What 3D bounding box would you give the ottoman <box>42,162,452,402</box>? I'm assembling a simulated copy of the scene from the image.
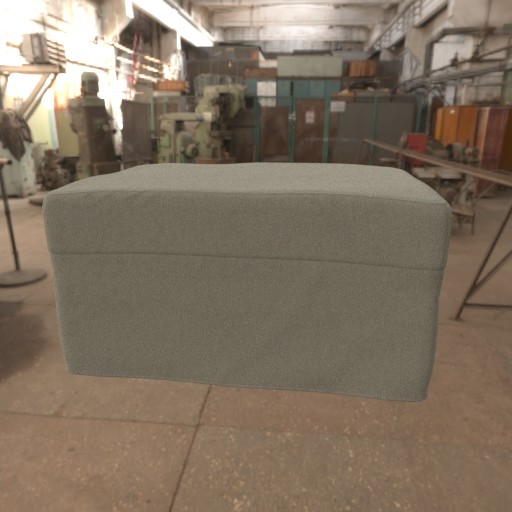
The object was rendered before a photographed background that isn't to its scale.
[{"bbox_3d":[0.000,0.000,1.224,0.833,0.461,0.648,2,17,8],"label":"ottoman"}]
